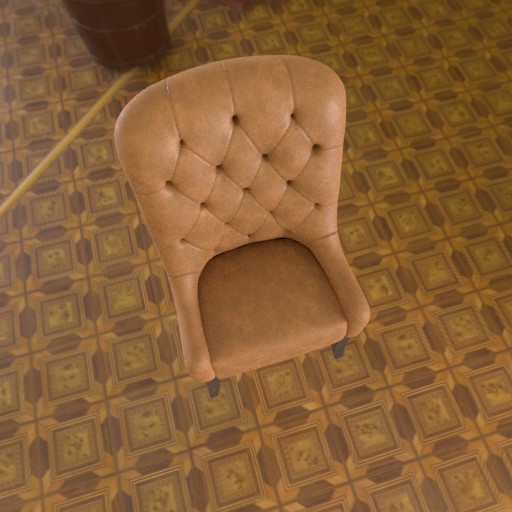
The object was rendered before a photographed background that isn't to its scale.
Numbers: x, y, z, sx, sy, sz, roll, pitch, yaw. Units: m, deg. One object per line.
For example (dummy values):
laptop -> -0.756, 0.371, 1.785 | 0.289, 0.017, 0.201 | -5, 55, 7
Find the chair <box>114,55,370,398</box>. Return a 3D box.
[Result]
chair -> 0.000, 0.000, 1.476 | 0.634, 1.091, 0.629 | -15, 65, -7
